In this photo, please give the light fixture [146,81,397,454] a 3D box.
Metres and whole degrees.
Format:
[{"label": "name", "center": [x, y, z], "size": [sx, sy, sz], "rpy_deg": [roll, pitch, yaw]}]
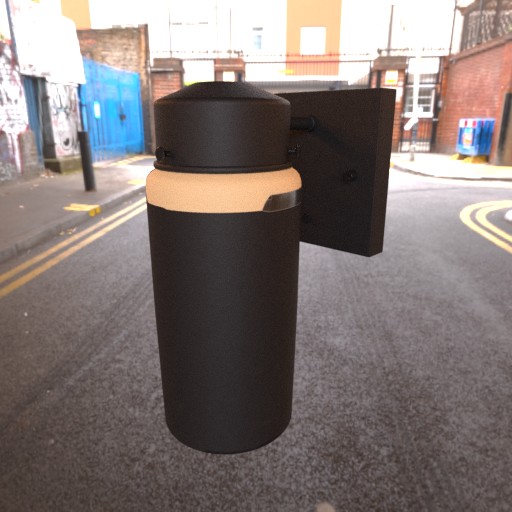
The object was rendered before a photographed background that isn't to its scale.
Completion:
[{"label": "light fixture", "center": [0.000, 0.000, 0.358], "size": [0.130, 0.257, 0.176], "rpy_deg": [16, 23, 42]}]
